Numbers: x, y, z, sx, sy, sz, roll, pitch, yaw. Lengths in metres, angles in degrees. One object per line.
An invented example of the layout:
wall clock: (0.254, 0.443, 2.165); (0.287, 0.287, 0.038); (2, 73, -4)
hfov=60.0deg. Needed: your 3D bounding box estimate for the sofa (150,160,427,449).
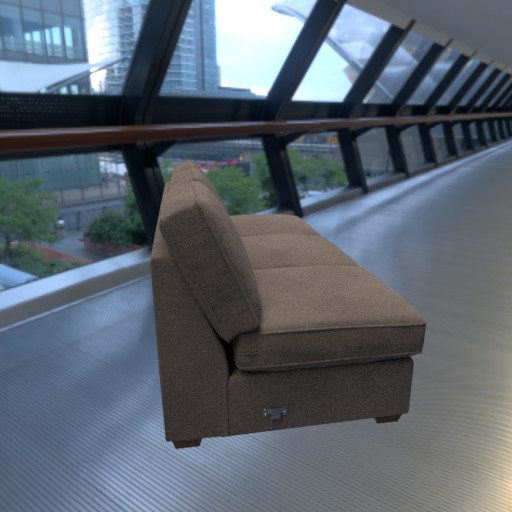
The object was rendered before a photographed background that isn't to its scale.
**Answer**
sofa: (0.000, 0.000, 2.491); (1.027, 0.973, 1.962); (-3, 17, -9)
